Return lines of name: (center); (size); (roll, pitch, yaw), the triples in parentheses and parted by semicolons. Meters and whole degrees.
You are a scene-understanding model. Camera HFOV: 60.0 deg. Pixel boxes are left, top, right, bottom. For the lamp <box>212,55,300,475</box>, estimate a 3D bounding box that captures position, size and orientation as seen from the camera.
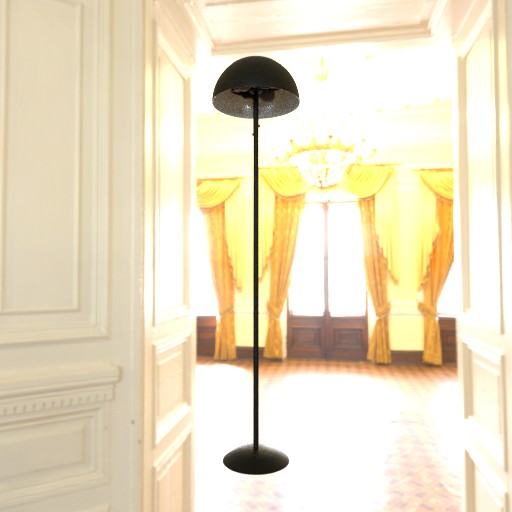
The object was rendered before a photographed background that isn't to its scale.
lamp: (0.000, 0.000, 1.633); (0.328, 1.480, 0.328); (1, -2, -36)
